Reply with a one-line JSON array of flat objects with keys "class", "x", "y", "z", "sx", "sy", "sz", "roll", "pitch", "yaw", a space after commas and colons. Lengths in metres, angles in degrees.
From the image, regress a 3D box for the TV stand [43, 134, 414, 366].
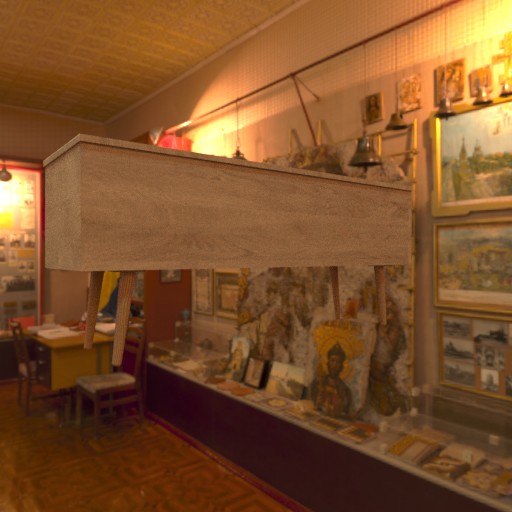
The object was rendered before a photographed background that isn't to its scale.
[{"class": "TV stand", "x": 0.000, "y": 0.000, "z": 1.570, "sx": 1.313, "sy": 0.565, "sz": 0.401, "roll": 0, "pitch": 0, "yaw": -37}]
